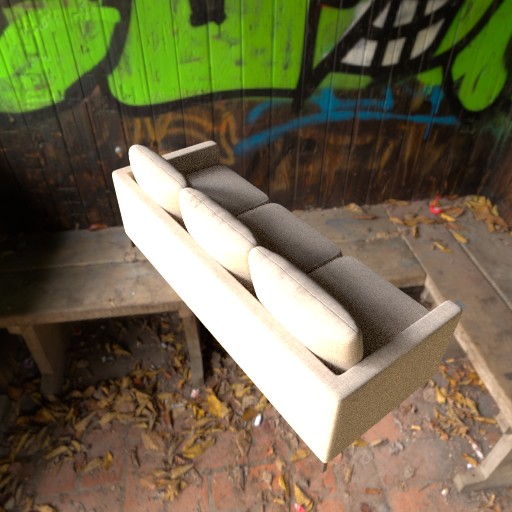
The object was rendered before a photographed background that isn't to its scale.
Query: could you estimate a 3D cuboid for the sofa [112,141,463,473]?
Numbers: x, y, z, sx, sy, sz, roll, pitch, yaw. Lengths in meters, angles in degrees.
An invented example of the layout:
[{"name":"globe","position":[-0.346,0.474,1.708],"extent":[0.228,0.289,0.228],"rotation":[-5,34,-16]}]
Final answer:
[{"name":"sofa","position":[0.000,0.000,2.718],"extent":[0.859,0.874,2.218],"rotation":[-26,47,-27]}]
